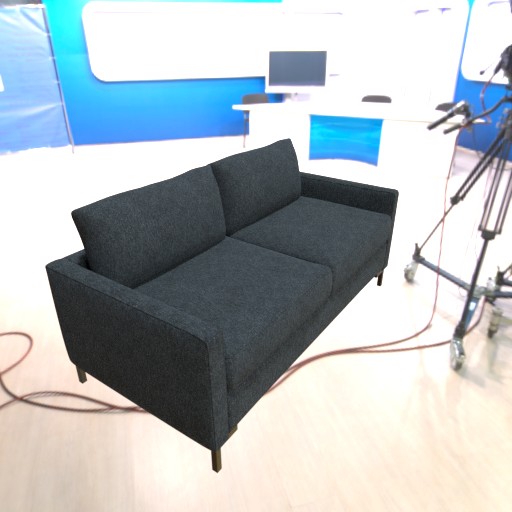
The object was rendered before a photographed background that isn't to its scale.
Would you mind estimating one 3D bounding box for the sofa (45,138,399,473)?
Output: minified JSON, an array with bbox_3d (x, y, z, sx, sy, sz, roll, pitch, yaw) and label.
[{"bbox_3d":[0.000,0.000,2.217,0.866,0.862,1.716,18,32,31],"label":"sofa"}]
